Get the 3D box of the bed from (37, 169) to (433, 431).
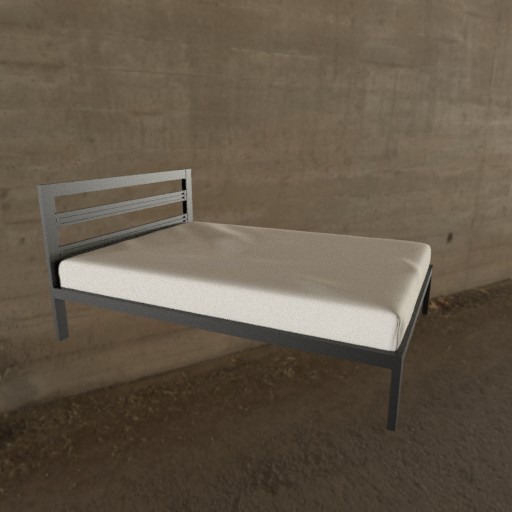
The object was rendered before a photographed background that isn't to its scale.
[{"bbox_3d":[0.000,0.000,2.885,2.062,0.967,1.524,7,16,25],"label":"bed"}]
